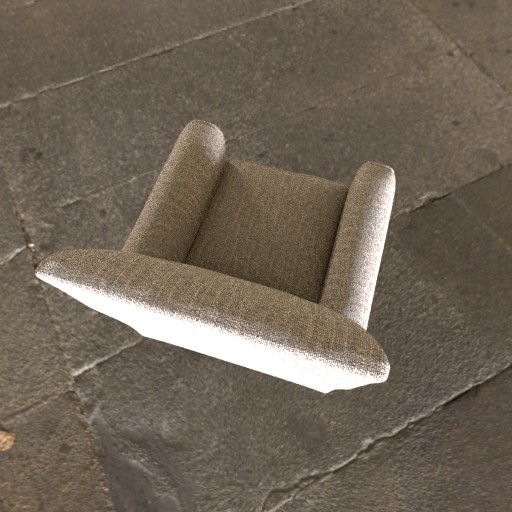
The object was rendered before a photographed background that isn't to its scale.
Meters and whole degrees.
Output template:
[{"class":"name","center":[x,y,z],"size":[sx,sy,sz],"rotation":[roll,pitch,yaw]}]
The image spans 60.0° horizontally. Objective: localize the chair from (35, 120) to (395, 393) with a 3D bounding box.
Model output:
[{"class":"chair","center":[0.000,0.000,1.598],"size":[0.864,0.928,0.873],"rotation":[16,63,8]}]
